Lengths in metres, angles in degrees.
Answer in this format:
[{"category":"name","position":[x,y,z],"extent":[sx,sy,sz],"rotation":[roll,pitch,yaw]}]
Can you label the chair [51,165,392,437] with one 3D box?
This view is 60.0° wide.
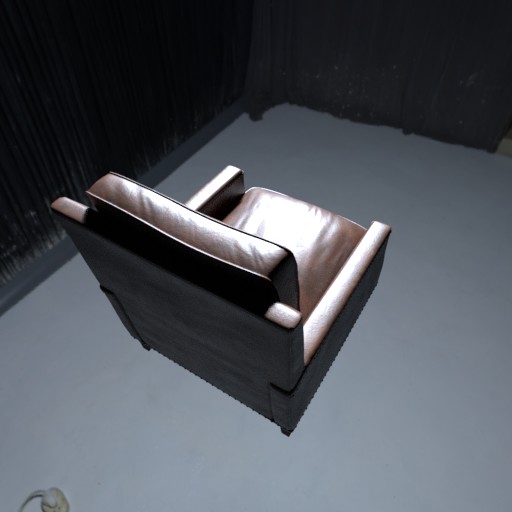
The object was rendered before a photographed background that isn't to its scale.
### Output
[{"category":"chair","position":[0.000,0.000,1.817],"extent":[0.854,1.054,1.035],"rotation":[25,52,21]}]
